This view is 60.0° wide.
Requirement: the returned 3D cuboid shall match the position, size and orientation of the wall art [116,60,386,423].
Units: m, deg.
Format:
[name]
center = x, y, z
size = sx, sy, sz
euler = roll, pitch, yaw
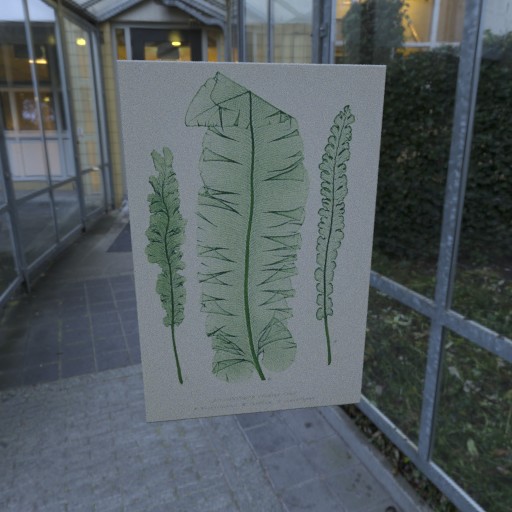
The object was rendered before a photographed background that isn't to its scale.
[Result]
[wall art]
center = 0.000, 0.000, 1.141
size = 0.610, 0.914, 0.038
euler = -2, 17, -8
